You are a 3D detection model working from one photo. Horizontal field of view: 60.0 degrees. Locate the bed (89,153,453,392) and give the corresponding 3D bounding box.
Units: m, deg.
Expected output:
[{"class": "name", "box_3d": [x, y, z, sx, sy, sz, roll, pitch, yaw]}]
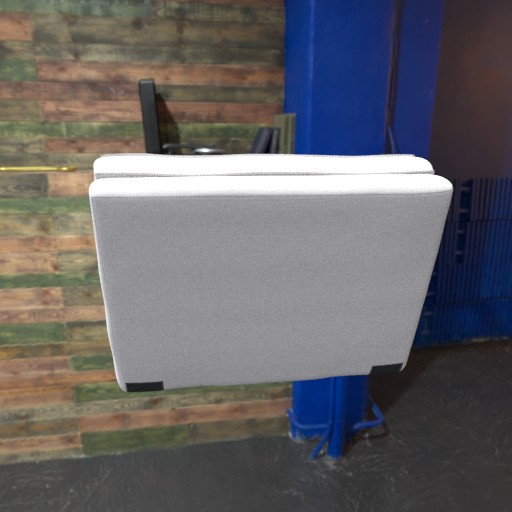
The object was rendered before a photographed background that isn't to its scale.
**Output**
[{"class": "bed", "box_3d": [0.000, 0.000, 1.325, 0.799, 0.614, 0.749, -2, 15, -8]}]
